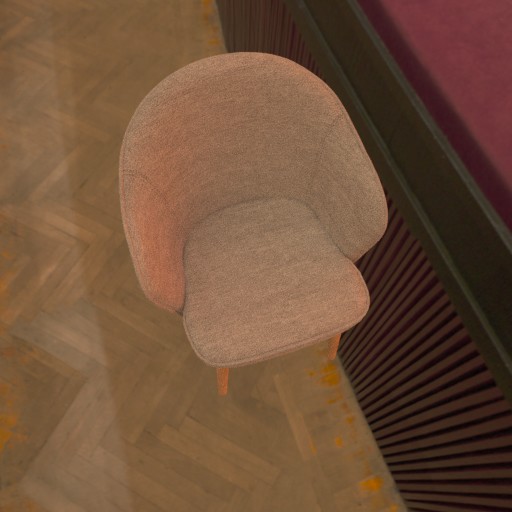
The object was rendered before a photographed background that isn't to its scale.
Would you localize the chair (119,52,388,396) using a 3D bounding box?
[{"bbox_3d":[0.000,0.000,1.129,0.540,0.800,0.530,-16,64,-8],"label":"chair"}]
